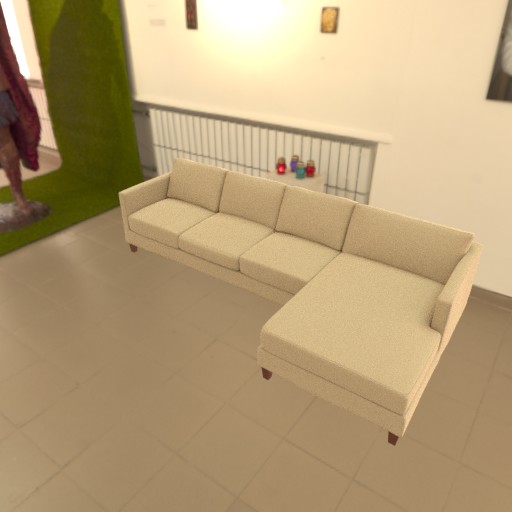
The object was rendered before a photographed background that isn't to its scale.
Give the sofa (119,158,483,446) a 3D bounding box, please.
[{"bbox_3d":[0.000,0.000,3.763,3.186,0.861,1.625,20,36,30],"label":"sofa"}]
